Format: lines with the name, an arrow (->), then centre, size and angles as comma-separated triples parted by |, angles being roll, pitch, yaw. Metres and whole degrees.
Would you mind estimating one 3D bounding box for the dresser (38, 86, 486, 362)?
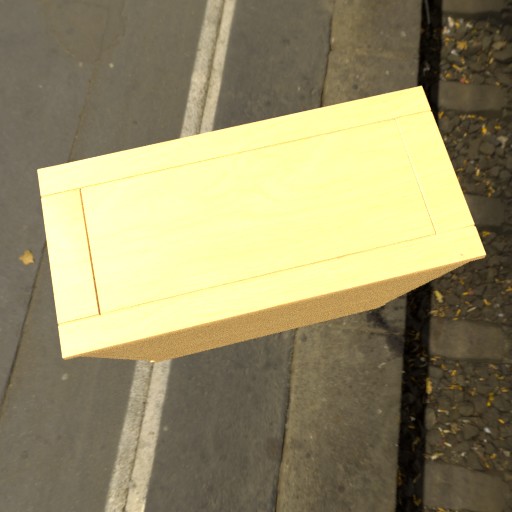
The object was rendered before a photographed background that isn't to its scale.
dresser -> 0.000, 0.000, 1.383 | 0.915, 0.835, 0.440 | -13, 76, -3
